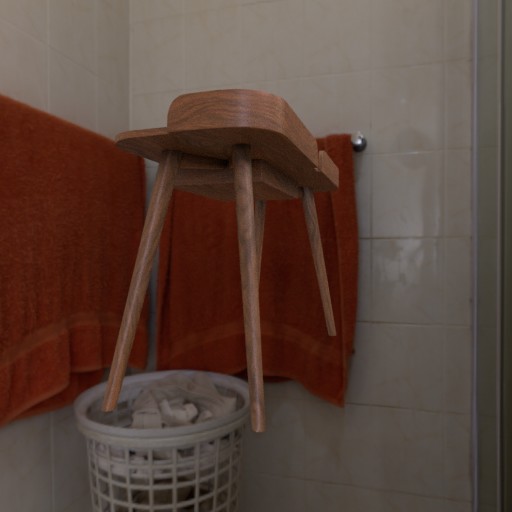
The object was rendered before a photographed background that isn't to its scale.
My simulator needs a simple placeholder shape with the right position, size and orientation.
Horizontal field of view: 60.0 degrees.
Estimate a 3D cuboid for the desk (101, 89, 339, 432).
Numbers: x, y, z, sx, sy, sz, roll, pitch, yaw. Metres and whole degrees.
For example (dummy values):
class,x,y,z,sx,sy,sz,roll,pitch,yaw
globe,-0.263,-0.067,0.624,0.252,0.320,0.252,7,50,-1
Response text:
class,x,y,z,sx,sy,sz,roll,pitch,yaw
desk,0.000,0.000,1.680,0.486,0.800,1.256,0,1,18
